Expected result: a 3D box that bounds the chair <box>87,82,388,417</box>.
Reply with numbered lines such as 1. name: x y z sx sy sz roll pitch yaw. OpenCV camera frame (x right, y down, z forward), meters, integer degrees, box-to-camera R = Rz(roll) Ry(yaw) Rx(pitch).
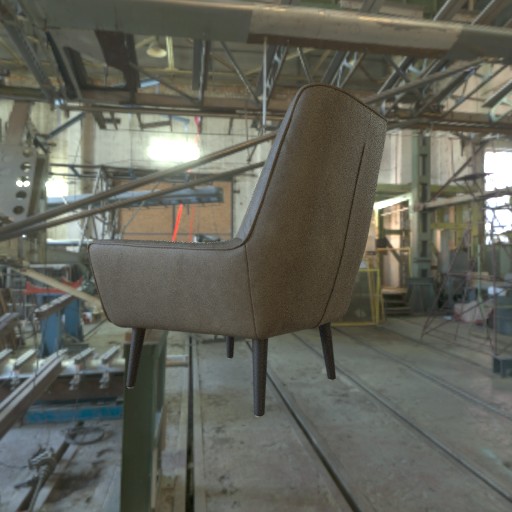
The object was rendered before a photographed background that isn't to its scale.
1. chair: 0.000 0.000 1.508 0.824 0.888 0.787 0 0 36
